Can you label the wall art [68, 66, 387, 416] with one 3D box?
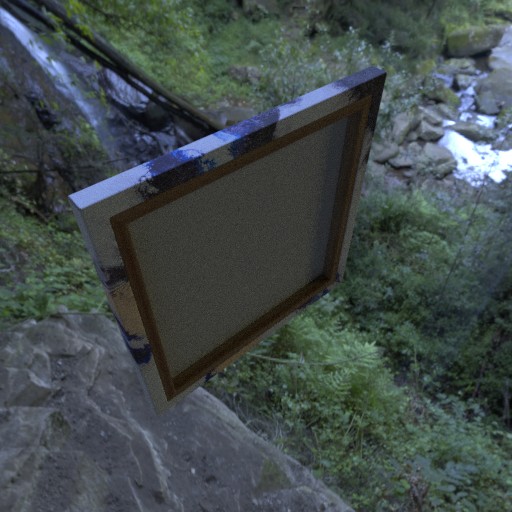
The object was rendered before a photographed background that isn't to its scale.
[{"bbox_3d":[0.000,0.000,0.917,0.609,0.609,0.039,-32,54,-26],"label":"wall art"}]
